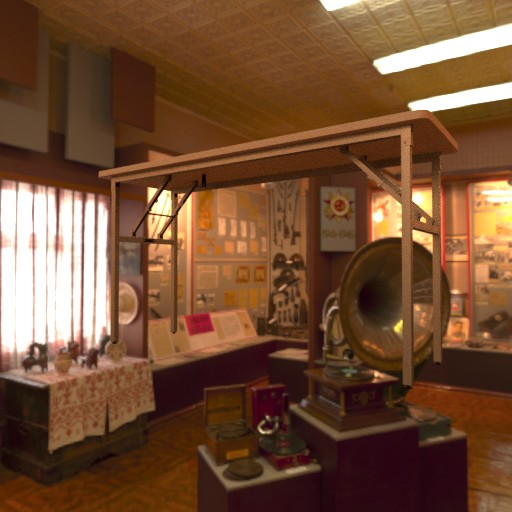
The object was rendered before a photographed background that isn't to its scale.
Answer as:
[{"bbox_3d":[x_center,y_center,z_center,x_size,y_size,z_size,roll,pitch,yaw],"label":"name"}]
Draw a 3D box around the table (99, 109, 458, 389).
[{"bbox_3d":[0.000,0.000,1.729,1.397,0.750,0.446,-1,-2,34],"label":"table"}]
